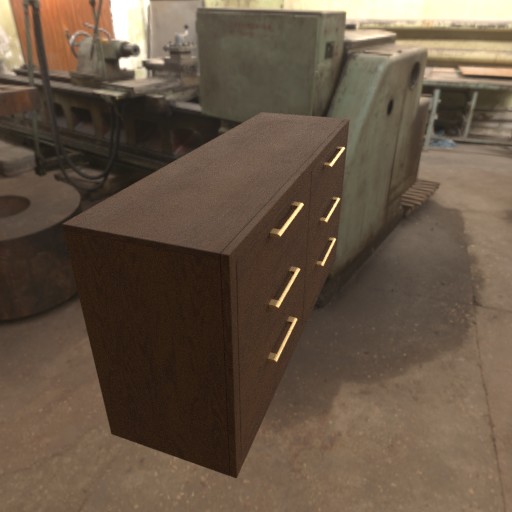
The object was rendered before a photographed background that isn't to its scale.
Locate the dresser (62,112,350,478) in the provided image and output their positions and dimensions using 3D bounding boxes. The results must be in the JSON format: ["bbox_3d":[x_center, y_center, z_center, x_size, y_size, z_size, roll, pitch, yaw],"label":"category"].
[{"bbox_3d":[0.000,0.000,1.919,0.512,0.889,1.523,10,31,18],"label":"dresser"}]
